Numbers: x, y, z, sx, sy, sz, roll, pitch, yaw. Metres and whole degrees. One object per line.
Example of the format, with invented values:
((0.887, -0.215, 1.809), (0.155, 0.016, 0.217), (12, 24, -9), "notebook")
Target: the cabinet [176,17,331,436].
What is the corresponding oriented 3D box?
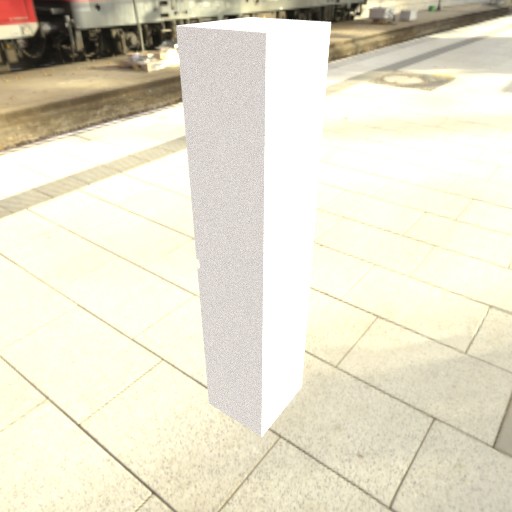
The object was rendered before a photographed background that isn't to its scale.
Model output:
((0.000, 0.000, 1.503), (0.269, 1.400, 0.300), (21, 38, 29), "cabinet")
